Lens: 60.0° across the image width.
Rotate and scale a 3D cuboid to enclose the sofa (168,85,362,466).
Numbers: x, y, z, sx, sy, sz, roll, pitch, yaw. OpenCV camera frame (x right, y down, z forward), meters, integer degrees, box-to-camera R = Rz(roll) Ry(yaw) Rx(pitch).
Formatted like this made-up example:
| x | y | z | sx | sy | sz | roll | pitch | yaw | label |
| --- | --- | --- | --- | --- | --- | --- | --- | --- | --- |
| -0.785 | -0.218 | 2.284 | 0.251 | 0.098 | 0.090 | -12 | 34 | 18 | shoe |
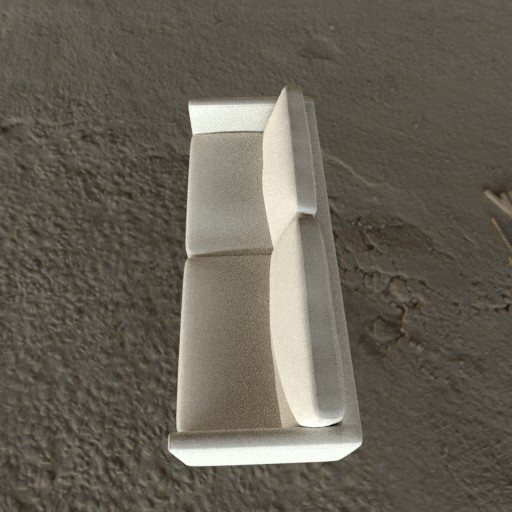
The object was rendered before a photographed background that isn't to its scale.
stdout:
| x | y | z | sx | sy | sz | roll | pitch | yaw | label |
| --- | --- | --- | --- | --- | --- | --- | --- | --- | --- |
| 0.000 | 0.000 | 2.909 | 0.948 | 0.965 | 2.434 | -2 | 60 | -1 | sofa |
